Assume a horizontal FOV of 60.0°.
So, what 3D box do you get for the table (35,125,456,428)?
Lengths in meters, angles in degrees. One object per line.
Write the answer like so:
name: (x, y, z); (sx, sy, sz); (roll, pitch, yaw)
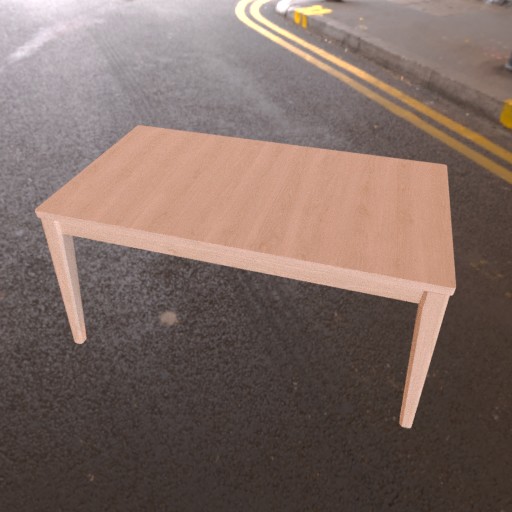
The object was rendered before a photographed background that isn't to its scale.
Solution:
table: (0.000, 0.000, 2.090); (1.600, 0.760, 0.900); (11, 41, 13)
